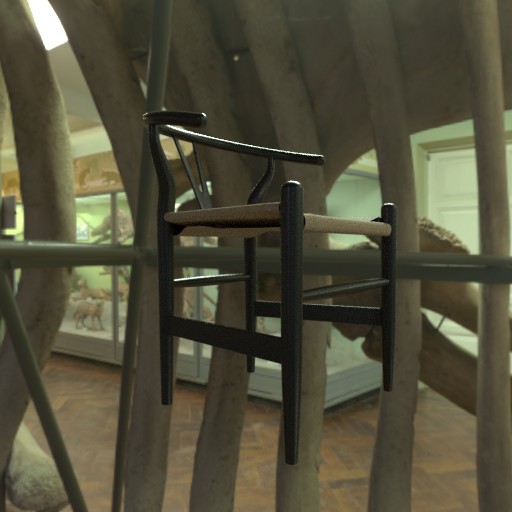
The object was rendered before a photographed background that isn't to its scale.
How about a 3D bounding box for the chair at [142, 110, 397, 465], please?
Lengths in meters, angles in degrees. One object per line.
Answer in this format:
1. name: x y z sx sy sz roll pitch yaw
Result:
1. chair: 0.000 0.000 1.161 0.570 0.739 0.570 1 1 36
